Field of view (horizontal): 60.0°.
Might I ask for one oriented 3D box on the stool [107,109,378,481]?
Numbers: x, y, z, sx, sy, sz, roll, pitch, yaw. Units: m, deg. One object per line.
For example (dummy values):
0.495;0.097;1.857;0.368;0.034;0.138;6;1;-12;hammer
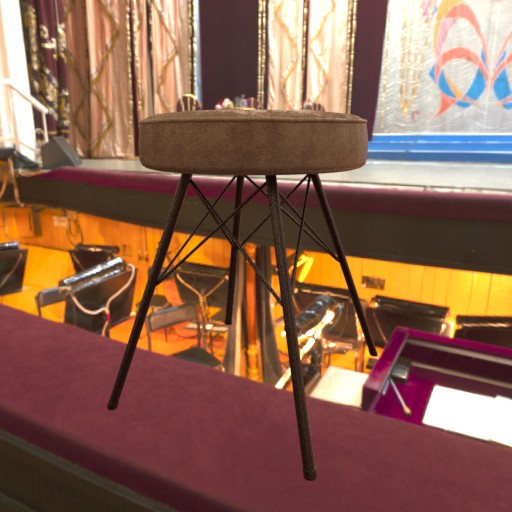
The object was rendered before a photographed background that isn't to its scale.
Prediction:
0.000;0.000;0.877;0.423;0.538;0.457;7;17;26;stool
